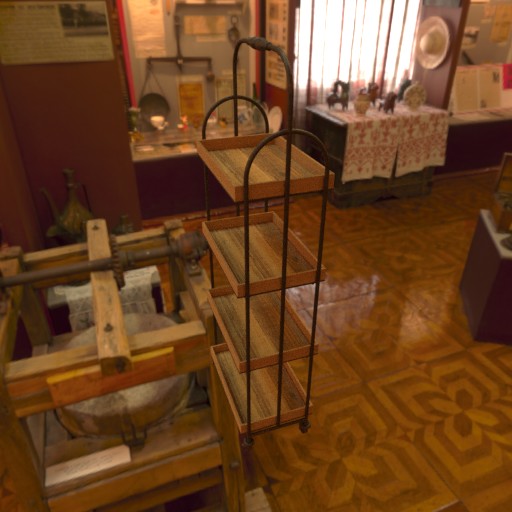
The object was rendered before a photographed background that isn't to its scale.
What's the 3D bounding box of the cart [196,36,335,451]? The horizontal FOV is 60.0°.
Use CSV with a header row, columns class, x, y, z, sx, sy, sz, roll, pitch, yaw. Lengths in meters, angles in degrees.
class,x,y,z,sx,sy,sz,roll,pitch,yaw
cart,0.000,0.000,1.664,0.308,1.481,0.581,-10,32,-16
